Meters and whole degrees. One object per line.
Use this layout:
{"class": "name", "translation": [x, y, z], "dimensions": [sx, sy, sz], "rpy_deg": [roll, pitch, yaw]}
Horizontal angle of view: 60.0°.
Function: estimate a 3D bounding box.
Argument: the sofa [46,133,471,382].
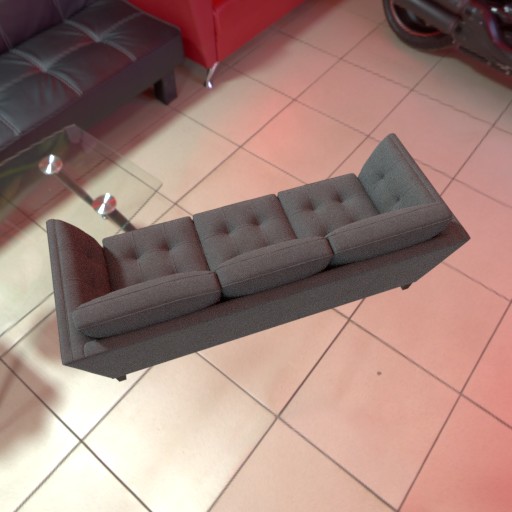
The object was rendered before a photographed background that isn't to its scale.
{"class": "sofa", "translation": [0.000, 0.000, 2.924], "dimensions": [2.387, 0.940, 0.965], "rpy_deg": [-16, 59, -10]}
